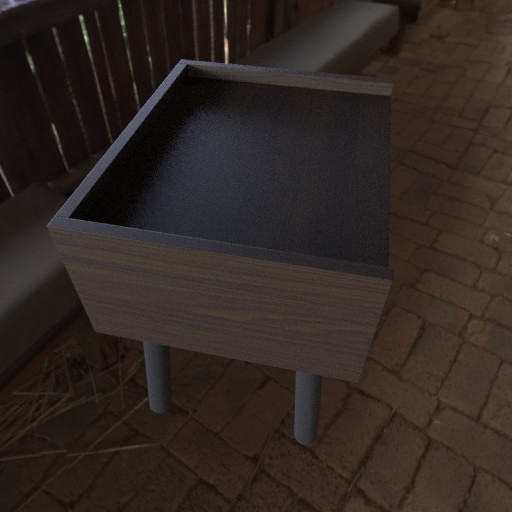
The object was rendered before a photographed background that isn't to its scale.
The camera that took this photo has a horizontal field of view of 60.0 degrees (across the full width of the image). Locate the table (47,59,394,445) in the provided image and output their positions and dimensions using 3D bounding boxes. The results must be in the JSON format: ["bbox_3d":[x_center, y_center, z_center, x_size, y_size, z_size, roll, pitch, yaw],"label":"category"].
[{"bbox_3d":[0.000,0.000,0.779,0.370,0.470,0.450,9,47,8],"label":"table"}]
